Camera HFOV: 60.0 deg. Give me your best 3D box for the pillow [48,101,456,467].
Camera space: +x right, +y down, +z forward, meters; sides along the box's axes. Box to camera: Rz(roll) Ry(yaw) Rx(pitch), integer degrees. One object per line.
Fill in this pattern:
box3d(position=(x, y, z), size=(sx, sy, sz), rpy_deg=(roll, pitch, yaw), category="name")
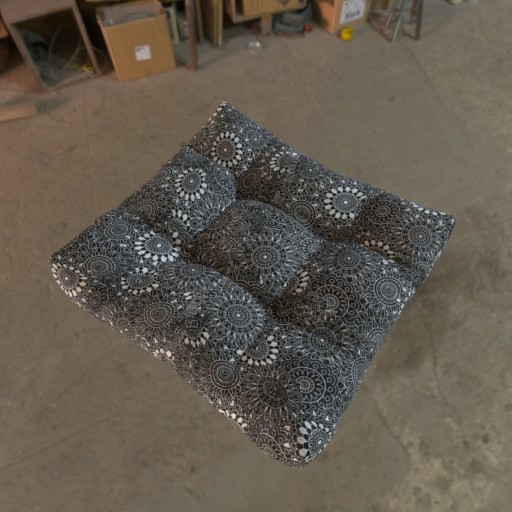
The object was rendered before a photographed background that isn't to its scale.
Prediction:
box3d(position=(0.000, 0.000, 0.728), size=(0.490, 0.128, 0.468), rpy_deg=(32, 63, 18), category="pillow")
